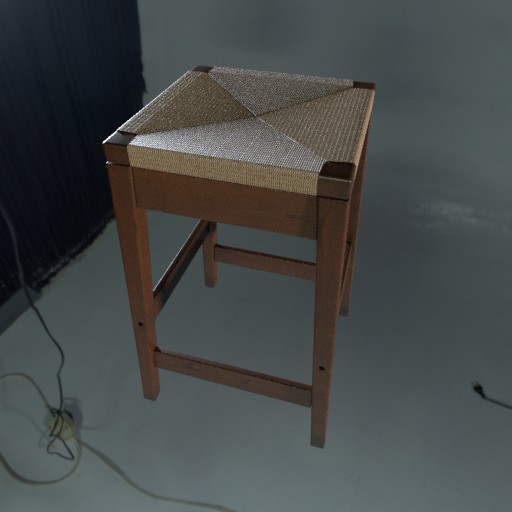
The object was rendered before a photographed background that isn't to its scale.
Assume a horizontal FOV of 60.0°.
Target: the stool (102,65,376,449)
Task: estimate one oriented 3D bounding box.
[{"bbox_3d":[0.000,0.000,1.114,0.507,0.762,0.497,11,42,12],"label":"stool"}]
